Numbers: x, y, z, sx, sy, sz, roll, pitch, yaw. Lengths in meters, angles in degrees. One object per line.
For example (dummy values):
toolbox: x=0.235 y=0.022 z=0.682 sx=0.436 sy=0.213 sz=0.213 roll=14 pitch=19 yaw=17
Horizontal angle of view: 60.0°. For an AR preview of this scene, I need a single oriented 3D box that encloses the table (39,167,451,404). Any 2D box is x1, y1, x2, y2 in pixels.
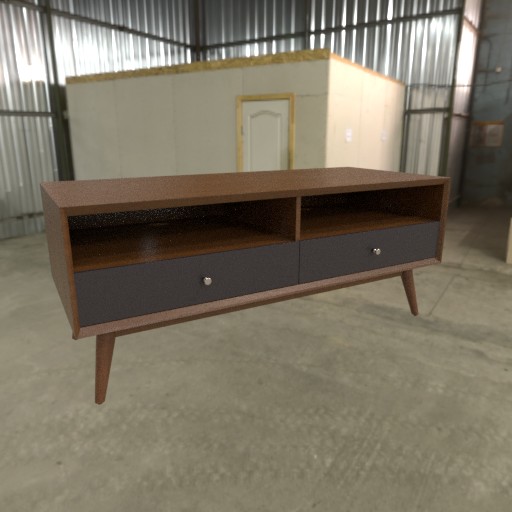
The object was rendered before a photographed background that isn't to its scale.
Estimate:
table: x=0.000 y=0.000 z=1.366 sx=1.119 sy=0.464 sz=0.490 roll=-9 pitch=18 yaw=-28
